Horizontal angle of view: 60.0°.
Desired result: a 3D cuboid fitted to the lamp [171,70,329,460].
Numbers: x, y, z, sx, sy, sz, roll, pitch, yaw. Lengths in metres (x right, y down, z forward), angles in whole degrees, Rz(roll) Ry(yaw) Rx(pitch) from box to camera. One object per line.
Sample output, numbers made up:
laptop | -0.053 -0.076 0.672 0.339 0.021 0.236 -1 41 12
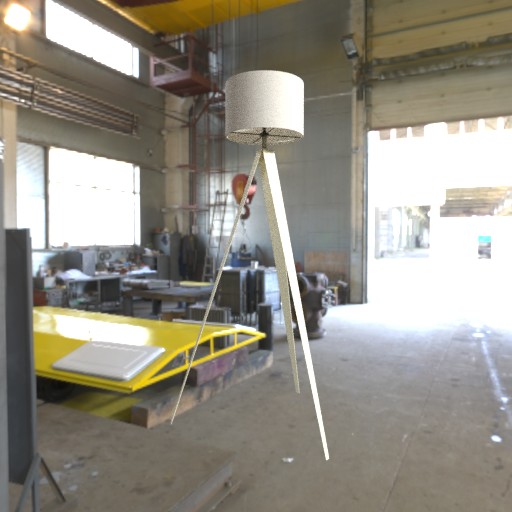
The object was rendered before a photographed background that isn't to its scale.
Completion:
lamp | 0.000 0.000 1.945 0.716 1.524 0.724 -1 2 -17
